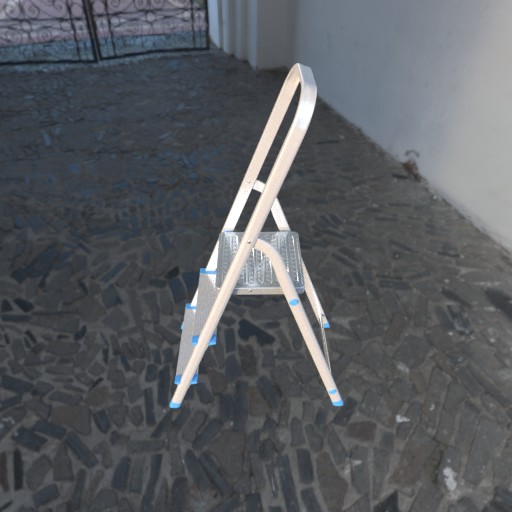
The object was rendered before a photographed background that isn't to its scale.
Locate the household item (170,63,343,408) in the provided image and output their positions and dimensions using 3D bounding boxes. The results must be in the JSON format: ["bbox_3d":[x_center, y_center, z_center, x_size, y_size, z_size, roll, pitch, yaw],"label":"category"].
[{"bbox_3d":[0.000,0.000,1.505,0.687,1.215,0.420,0,41,-1],"label":"household item"}]
